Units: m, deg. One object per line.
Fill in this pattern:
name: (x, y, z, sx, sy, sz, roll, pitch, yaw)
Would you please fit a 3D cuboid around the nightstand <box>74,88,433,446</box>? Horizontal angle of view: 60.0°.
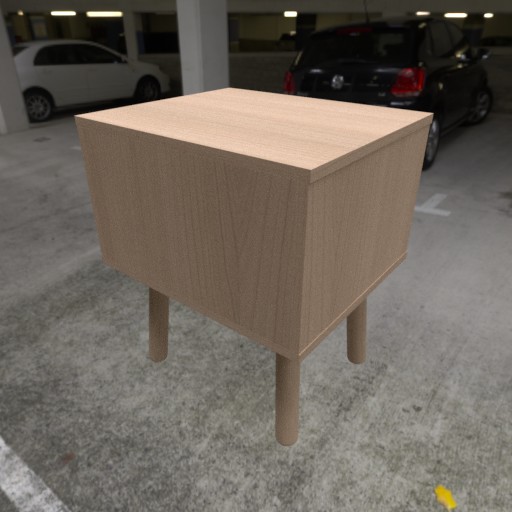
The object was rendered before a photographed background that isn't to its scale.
nightstand: (0.000, 0.000, 0.855, 0.450, 0.530, 0.380, 21, 35, 33)
